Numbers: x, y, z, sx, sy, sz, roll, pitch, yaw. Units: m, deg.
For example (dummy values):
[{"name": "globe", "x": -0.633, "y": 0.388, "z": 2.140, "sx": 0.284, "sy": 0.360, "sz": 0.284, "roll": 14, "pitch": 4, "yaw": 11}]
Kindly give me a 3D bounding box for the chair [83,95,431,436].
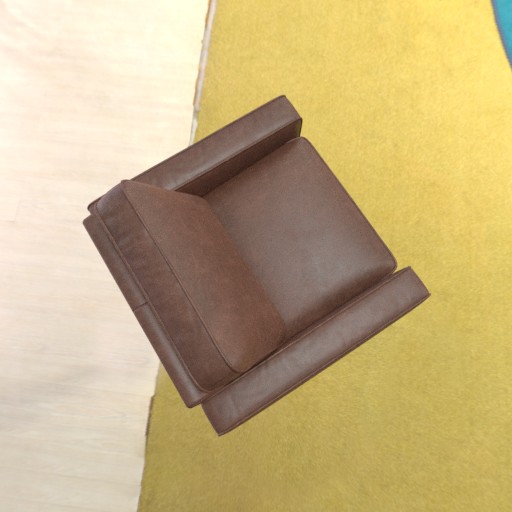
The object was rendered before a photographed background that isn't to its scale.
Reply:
[{"name": "chair", "x": 0.000, "y": 0.000, "z": 1.762, "sx": 0.940, "sy": 0.919, "sz": 1.017, "roll": -32, "pitch": 78, "yaw": -7}]
